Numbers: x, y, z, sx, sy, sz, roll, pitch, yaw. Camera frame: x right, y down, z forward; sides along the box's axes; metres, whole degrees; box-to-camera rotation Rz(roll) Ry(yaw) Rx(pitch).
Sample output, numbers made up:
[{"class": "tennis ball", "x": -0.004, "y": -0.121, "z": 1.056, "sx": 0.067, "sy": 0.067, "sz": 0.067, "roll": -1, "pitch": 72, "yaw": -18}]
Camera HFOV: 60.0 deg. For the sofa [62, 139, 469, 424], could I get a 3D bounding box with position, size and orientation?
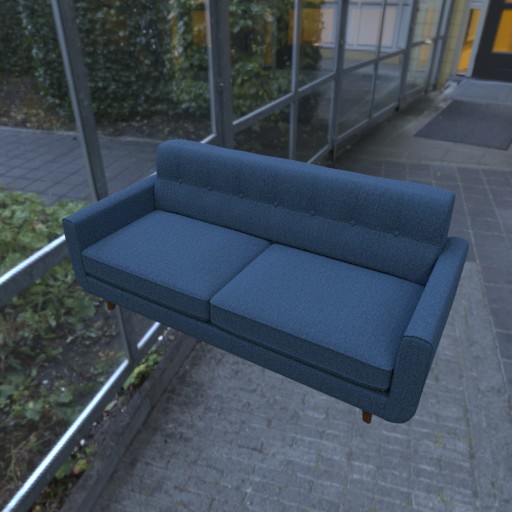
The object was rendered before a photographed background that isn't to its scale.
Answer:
[{"class": "sofa", "x": 0.000, "y": 0.000, "z": 2.492, "sx": 2.055, "sy": 0.884, "sz": 0.942, "roll": 17, "pitch": 35, "yaw": 26}]
